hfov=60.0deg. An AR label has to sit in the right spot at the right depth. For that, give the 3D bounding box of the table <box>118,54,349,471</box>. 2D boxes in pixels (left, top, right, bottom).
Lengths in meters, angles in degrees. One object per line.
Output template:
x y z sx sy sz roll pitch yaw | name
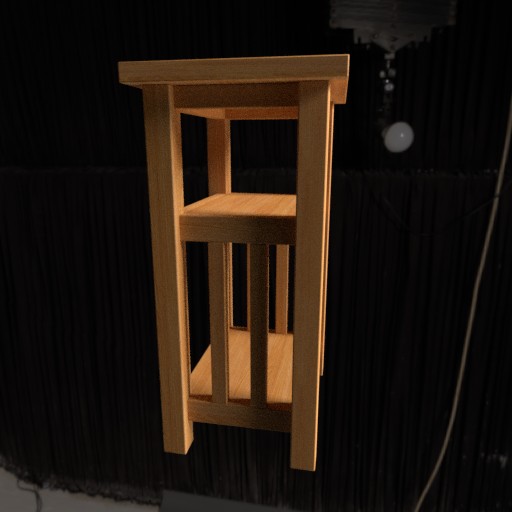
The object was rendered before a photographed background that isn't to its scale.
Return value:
0.000 0.000 0.736 0.270 0.550 0.350 3 15 10 | table
